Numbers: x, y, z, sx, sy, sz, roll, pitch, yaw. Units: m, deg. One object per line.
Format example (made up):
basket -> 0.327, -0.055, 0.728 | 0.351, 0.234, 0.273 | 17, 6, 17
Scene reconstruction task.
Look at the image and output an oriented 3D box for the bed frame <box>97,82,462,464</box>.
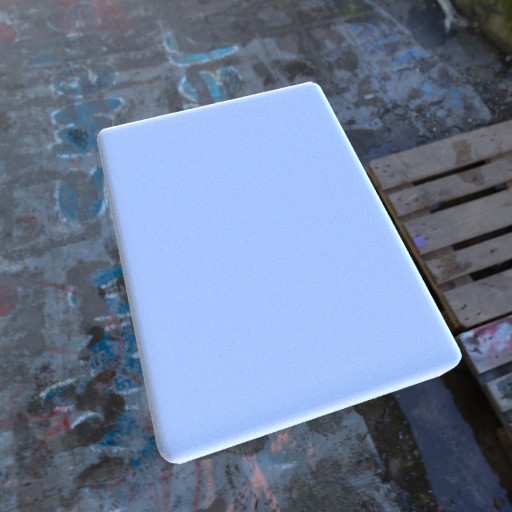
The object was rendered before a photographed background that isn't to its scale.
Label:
bed frame -> 0.000, 0.000, 2.783 | 1.528, 0.677, 2.037 | -16, 64, -8
